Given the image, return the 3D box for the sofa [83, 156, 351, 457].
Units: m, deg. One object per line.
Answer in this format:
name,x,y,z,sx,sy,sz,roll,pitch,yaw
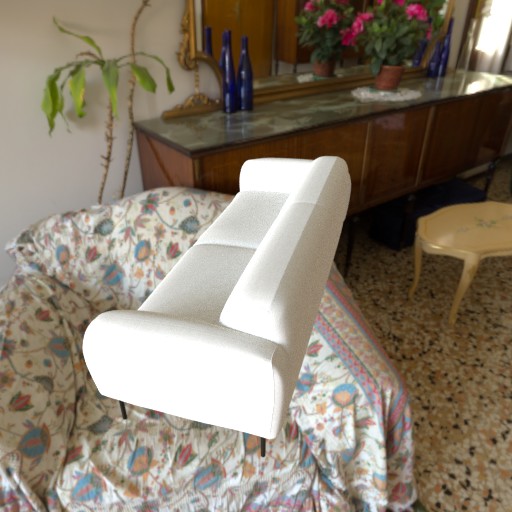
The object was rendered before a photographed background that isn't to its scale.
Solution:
sofa,0.000,0.000,2.661,0.880,0.780,2.257,9,32,14
